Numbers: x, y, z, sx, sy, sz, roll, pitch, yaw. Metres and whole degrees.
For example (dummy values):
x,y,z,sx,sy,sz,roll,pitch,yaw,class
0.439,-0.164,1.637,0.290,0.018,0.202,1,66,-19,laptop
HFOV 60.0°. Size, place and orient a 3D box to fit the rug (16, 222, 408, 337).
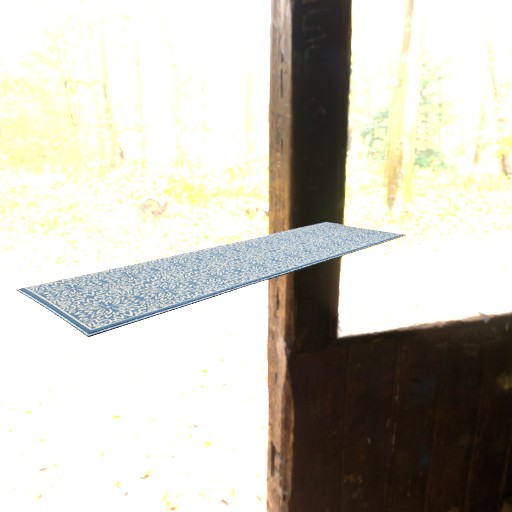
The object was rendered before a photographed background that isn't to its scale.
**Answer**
x,y,z,sx,sy,sz,roll,pitch,yaw,class
0.000,0.000,2.384,0.662,0.011,2.196,14,20,43,rug
